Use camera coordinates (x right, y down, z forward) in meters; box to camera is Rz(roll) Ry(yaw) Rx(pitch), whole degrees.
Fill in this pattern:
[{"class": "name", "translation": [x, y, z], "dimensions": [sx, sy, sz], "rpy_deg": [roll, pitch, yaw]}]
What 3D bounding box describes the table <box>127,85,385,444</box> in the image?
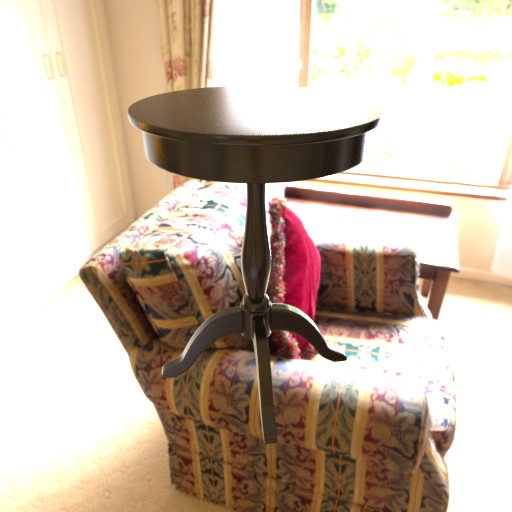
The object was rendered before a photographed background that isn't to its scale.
[{"class": "table", "translation": [0.000, 0.000, 1.008], "dimensions": [0.481, 0.665, 0.481], "rpy_deg": [0, 29, 0]}]
